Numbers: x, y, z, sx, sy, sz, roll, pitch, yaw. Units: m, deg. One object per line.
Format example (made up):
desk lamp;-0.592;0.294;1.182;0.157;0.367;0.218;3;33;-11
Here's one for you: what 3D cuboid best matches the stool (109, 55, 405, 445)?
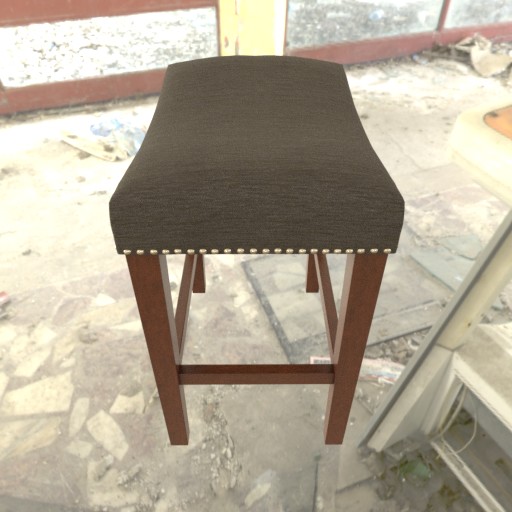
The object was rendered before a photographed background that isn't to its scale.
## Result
stool;0.000;0.000;0.907;0.372;0.654;0.504;0;41;0
